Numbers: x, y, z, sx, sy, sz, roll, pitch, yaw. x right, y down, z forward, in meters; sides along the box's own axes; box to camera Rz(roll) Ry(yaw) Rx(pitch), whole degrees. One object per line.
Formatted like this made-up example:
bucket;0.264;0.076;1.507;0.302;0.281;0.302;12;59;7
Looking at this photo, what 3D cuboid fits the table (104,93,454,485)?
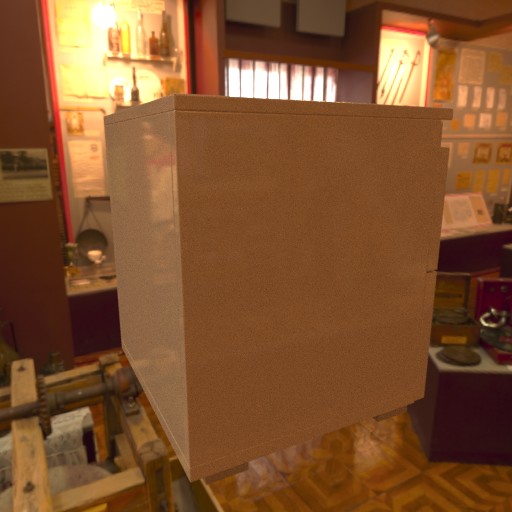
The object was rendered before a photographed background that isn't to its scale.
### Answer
table;0.000;0.000;0.763;0.400;0.470;0.420;-7;16;-27
